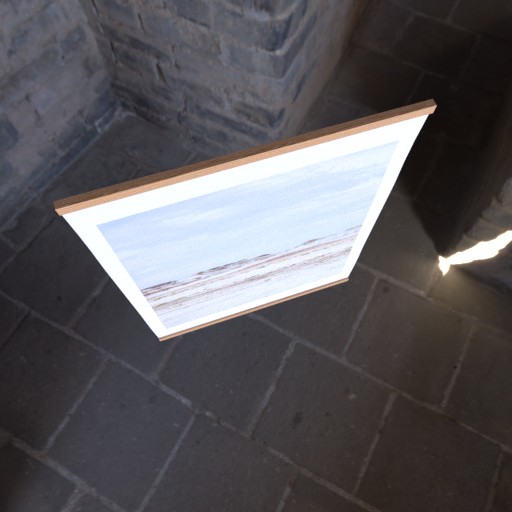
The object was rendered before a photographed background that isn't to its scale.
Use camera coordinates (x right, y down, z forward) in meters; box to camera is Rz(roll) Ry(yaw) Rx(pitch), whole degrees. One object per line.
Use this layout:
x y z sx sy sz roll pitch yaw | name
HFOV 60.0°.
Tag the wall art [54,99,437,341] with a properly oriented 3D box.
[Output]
0.000 0.000 0.678 0.404 0.507 0.010 -17 66 -8 | wall art
